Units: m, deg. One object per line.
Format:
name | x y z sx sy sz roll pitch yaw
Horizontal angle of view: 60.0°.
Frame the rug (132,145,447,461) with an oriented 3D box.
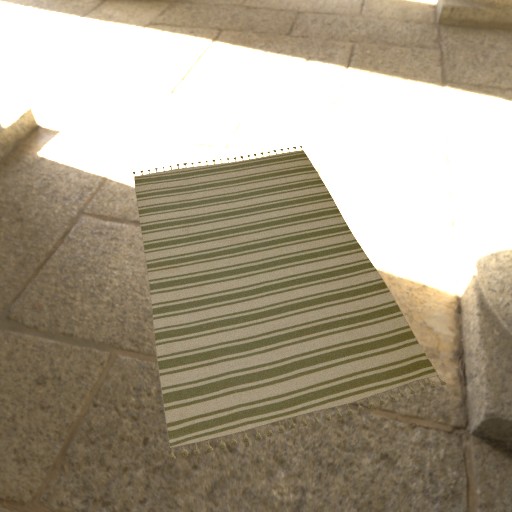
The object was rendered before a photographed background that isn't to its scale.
rug | 0.000 0.000 2.357 1.162 0.013 1.875 -11 48 -10
